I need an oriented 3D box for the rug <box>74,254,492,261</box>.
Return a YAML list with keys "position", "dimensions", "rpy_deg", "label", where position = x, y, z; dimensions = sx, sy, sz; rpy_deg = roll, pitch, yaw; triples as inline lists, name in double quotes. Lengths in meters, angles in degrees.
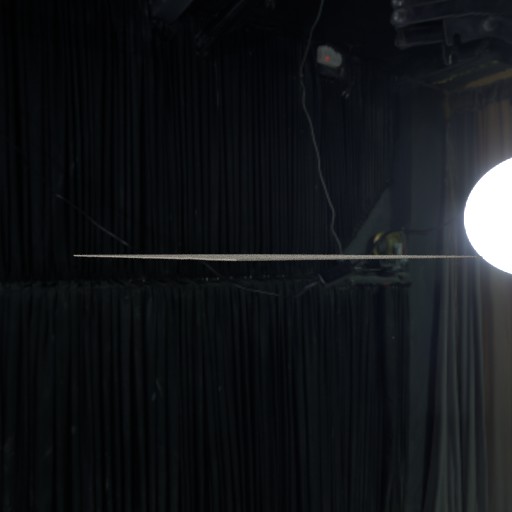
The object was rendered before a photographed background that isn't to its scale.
- position: [0.000, 0.000, 4.055]
  dimensions: [2.444, 0.012, 3.048]
  rpy_deg: [0, 1, -36]
  label: "rug"
